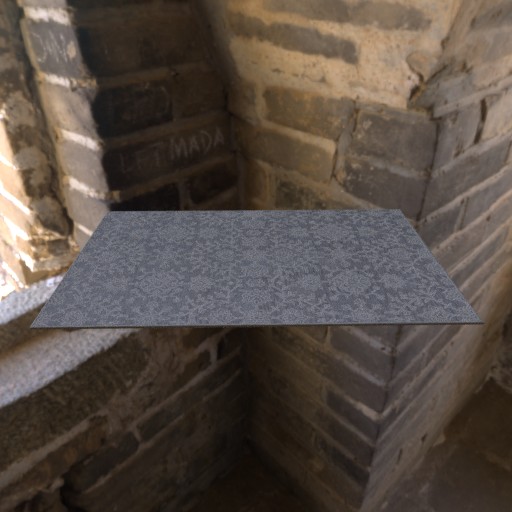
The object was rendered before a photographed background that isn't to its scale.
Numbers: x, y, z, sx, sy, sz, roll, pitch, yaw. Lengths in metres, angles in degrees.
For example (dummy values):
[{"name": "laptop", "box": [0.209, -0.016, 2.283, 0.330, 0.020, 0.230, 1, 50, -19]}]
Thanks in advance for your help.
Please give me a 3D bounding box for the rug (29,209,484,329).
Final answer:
[{"name": "rug", "box": [0.000, 0.000, 3.022, 2.430, 0.010, 1.515, -1, 30, -1]}]
